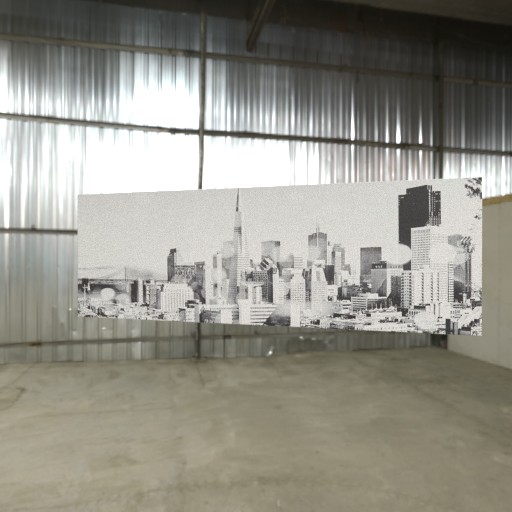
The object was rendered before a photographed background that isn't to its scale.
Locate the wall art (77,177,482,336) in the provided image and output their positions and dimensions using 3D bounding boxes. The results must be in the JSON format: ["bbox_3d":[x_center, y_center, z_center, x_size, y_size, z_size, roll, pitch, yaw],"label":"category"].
[{"bbox_3d":[0.000,0.000,0.835,0.766,0.256,0.036,0,0,16],"label":"wall art"}]
